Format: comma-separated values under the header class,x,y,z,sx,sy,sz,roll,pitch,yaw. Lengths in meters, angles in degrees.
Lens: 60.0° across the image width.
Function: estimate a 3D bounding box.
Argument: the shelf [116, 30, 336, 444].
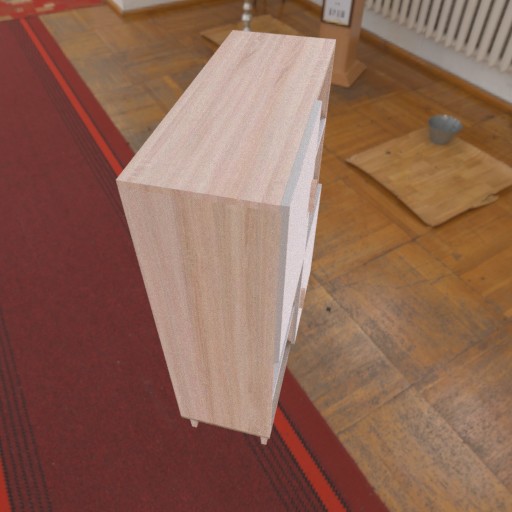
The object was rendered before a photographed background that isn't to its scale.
class,x,y,z,sx,sy,sz,roll,pitch,yaw
shelf,0.000,0.000,1.842,0.434,1.405,0.995,10,47,10
